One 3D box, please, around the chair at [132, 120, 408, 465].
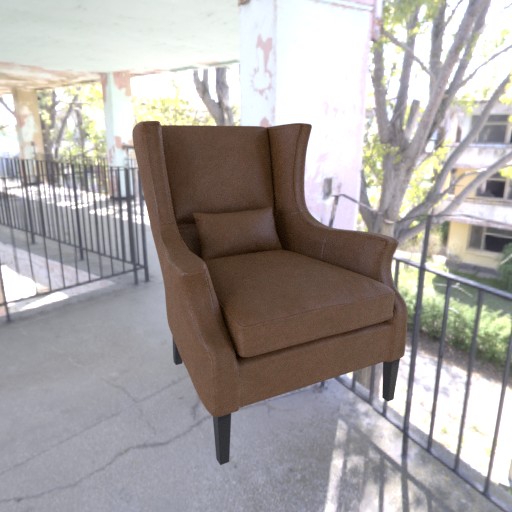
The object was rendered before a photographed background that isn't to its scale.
[{"bbox_3d":[0.000,0.000,1.739,0.852,1.016,0.925,-8,17,-28],"label":"chair"}]
